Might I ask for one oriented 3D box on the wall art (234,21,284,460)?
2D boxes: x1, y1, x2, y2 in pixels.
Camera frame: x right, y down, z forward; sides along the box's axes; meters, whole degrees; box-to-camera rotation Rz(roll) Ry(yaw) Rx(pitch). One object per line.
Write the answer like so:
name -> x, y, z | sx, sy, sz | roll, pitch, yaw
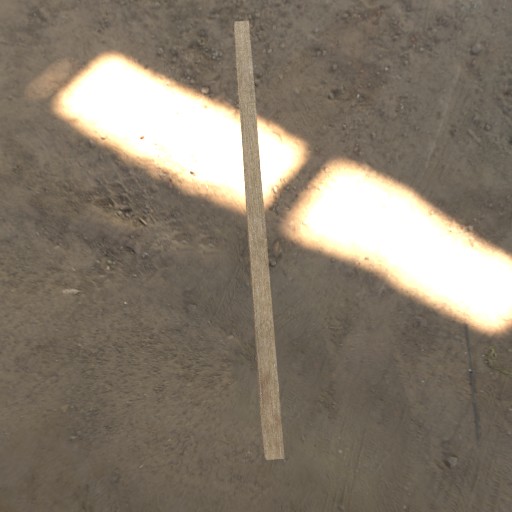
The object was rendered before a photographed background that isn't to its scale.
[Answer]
wall art -> 0.000, 0.000, 0.928 | 0.026, 0.535, 0.690 | -4, 76, -1
